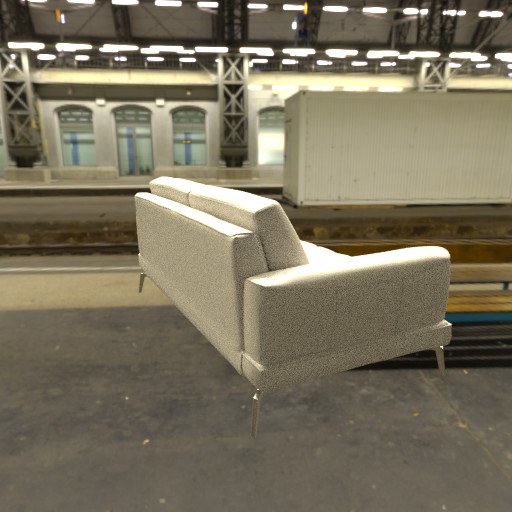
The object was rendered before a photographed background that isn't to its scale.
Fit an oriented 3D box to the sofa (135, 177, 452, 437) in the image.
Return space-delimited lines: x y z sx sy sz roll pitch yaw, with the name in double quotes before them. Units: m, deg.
"sofa" 0.000 0.000 2.818 1.121 0.930 2.177 -7 16 -26
